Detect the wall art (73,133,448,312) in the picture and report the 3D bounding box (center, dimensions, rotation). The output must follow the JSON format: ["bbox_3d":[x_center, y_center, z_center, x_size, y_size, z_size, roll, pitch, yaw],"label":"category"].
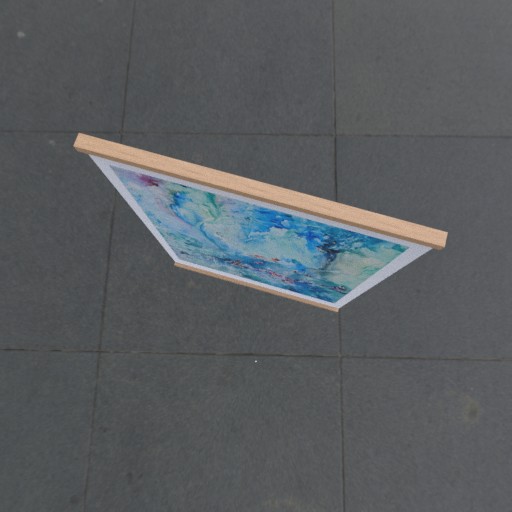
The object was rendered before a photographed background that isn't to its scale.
[{"bbox_3d":[0.000,0.000,0.759,0.401,0.611,0.016,16,77,4],"label":"wall art"}]
